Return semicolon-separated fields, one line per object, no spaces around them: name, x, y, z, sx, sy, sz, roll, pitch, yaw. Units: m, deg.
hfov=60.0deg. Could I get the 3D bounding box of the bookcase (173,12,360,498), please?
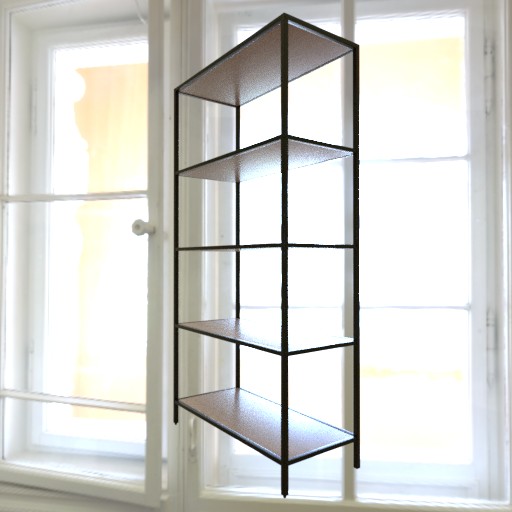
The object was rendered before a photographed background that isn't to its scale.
bookcase;0.000;0.000;1.777;0.350;1.500;0.770;0;-1;-36
